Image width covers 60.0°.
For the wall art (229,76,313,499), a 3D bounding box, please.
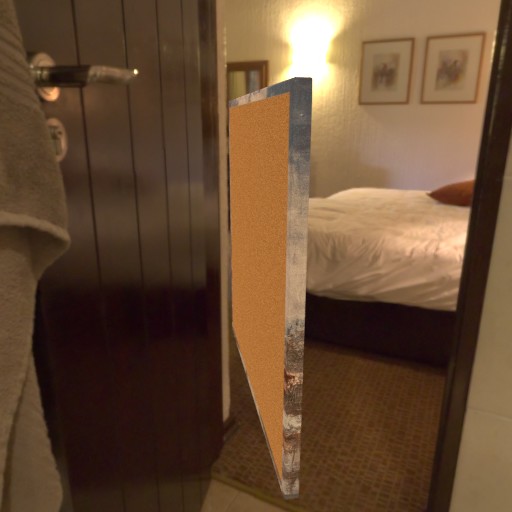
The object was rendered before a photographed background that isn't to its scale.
[{"bbox_3d":[0.000,0.000,1.300,0.035,0.897,0.888,-3,17,-10],"label":"wall art"}]
